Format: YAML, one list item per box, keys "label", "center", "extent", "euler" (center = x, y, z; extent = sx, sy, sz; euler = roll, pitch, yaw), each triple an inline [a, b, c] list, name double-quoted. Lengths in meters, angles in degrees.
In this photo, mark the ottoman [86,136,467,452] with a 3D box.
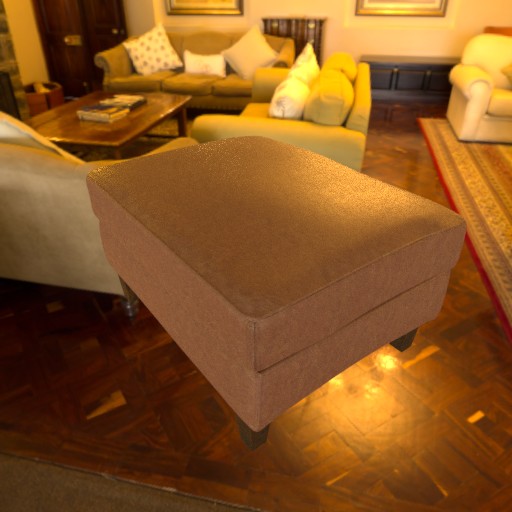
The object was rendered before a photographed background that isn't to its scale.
- label: "ottoman"
  center: [0.000, 0.000, 1.256]
  extent: [0.650, 0.485, 0.851]
  euler: [-21, 38, -30]
